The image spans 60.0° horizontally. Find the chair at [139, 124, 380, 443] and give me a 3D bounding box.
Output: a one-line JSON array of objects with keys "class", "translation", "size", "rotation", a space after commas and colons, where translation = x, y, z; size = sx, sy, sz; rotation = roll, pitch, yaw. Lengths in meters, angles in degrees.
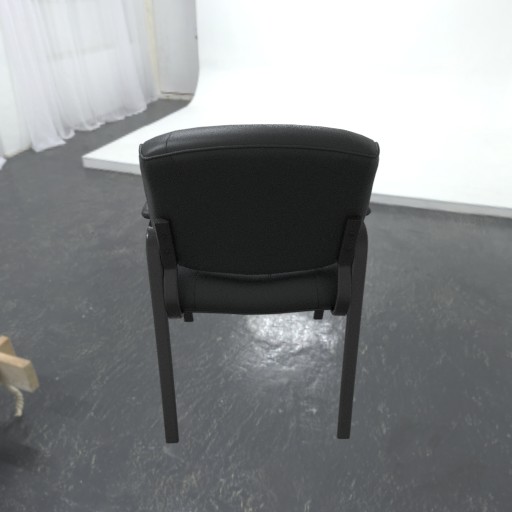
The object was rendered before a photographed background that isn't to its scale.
[{"class": "chair", "translation": [0.000, 0.000, 1.310], "size": [0.591, 0.910, 0.668], "rotation": [-1, 31, -1]}]
